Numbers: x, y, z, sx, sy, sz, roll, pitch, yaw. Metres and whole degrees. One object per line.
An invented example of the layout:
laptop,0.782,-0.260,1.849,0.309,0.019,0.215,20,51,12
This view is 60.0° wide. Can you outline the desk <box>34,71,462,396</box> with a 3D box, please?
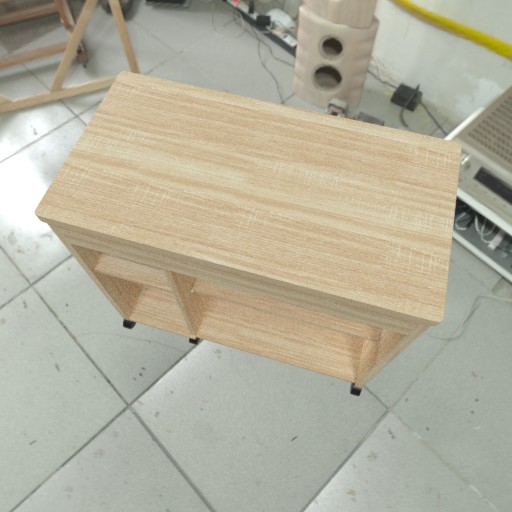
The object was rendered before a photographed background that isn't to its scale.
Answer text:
desk,0.000,0.000,1.352,0.884,0.770,0.480,15,64,7
